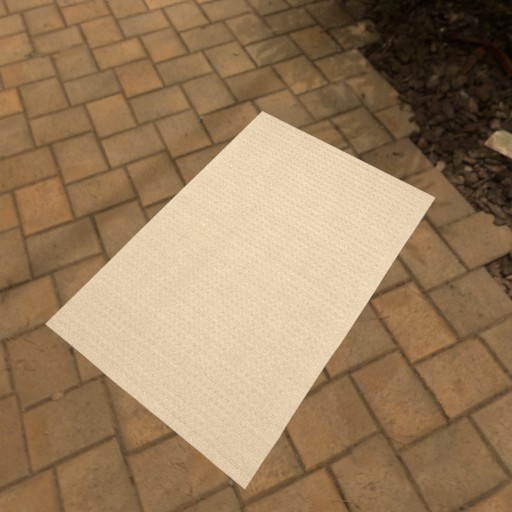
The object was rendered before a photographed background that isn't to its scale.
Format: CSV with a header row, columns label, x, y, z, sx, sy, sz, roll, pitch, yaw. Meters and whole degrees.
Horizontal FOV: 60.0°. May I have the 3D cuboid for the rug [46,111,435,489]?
label,x,y,z,sx,sy,sz,roll,pitch,yaw
rug,0.000,0.000,2.939,1.523,0.006,2.289,32,65,17
